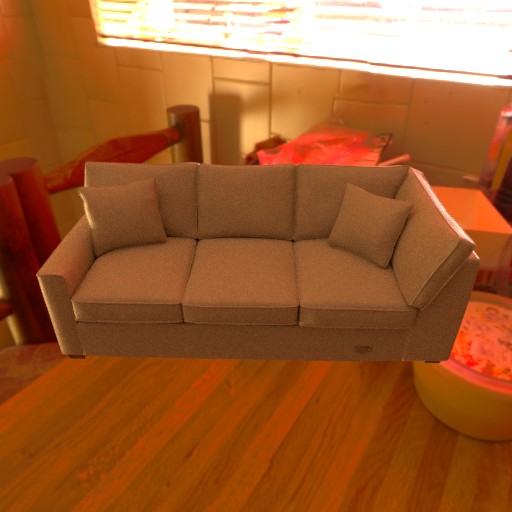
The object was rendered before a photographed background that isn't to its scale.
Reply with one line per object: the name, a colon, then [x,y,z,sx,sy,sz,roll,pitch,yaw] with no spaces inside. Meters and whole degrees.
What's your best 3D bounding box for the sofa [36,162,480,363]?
sofa: [0.000,0.000,2.799,2.317,0.962,1.061,1,32,1]
